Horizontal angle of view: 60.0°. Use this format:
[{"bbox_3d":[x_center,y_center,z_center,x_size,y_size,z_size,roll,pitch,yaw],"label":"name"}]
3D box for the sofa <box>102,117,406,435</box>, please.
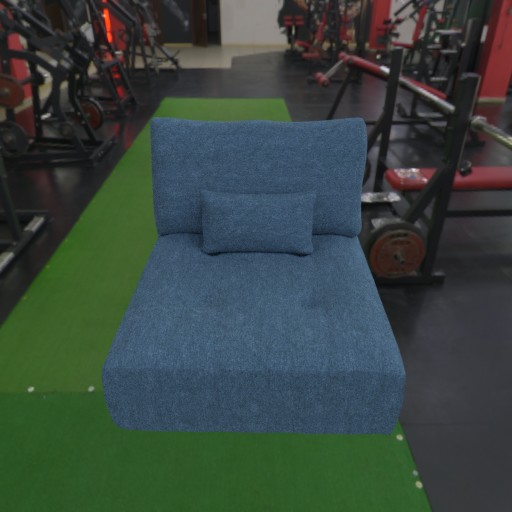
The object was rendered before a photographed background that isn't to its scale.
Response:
[{"bbox_3d":[0.000,0.000,1.687,0.930,0.820,1.000,1,31,1],"label":"sofa"}]
